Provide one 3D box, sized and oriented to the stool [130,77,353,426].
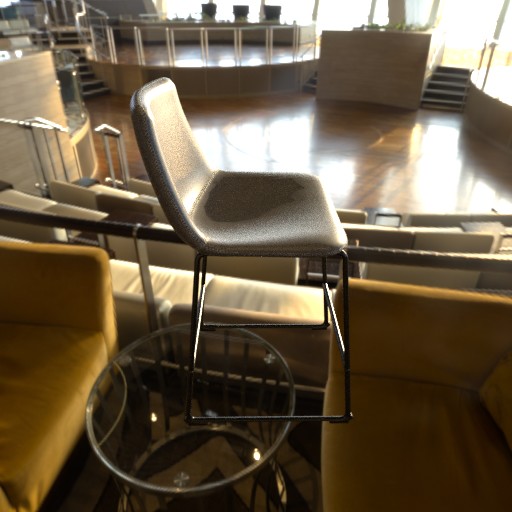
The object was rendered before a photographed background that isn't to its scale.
[{"bbox_3d":[0.000,0.000,1.214,0.546,0.876,0.470,-1,32,-1],"label":"stool"}]
